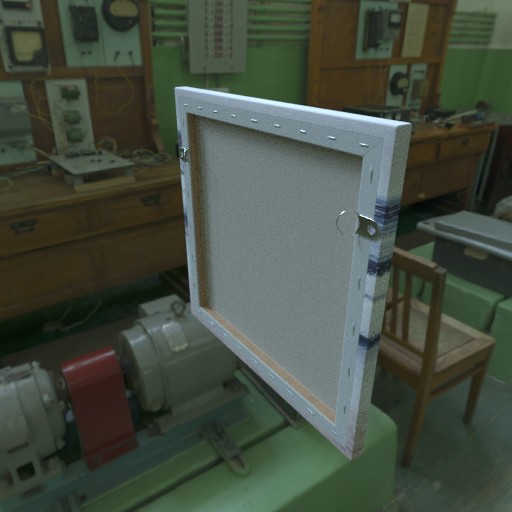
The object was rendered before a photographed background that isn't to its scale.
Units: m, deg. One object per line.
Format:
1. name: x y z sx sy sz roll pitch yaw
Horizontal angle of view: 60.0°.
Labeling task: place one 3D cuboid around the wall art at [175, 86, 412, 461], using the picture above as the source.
1. wall art: 0.000 0.000 1.121 0.065 0.747 0.755 -18 31 -32
